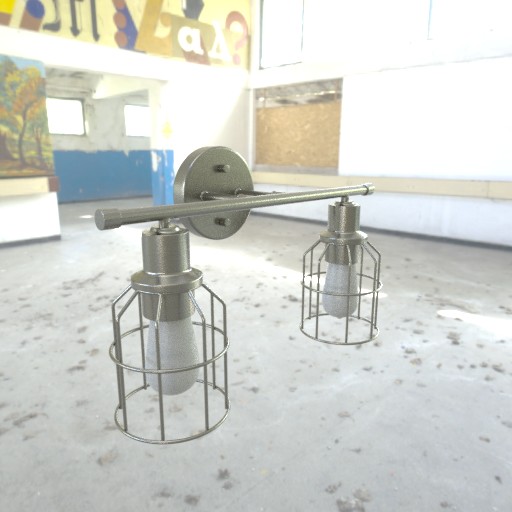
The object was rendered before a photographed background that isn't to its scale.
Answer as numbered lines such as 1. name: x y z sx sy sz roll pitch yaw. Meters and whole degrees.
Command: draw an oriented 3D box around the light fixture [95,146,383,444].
1. light fixture: 0.000 0.000 0.526 0.165 0.254 0.406 13 19 43
